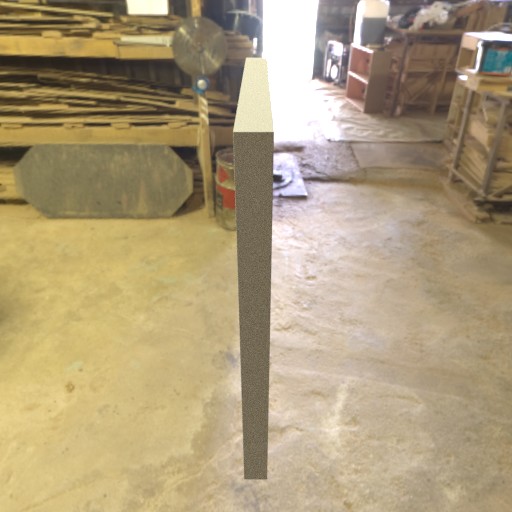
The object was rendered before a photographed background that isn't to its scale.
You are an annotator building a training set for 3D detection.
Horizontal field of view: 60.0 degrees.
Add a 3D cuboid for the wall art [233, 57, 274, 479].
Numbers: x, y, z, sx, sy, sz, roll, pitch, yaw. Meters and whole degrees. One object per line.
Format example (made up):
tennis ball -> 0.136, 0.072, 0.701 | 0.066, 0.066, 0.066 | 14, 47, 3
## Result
wall art -> 0.000, 0.000, 0.747 | 0.039, 0.553, 0.451 | 0, 32, 0
